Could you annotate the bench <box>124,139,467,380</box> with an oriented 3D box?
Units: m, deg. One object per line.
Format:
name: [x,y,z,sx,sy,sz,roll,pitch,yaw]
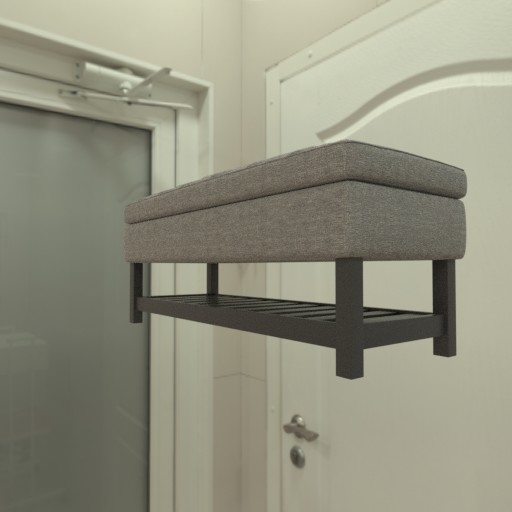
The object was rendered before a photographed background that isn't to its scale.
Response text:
bench: [0.000,0.000,1.322,0.429,0.470,1.100,1,-2,-37]
